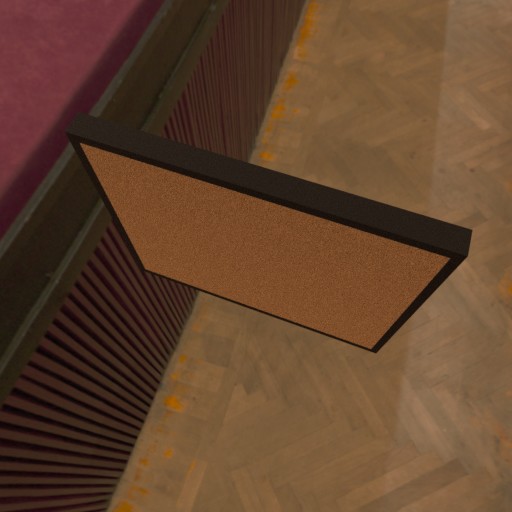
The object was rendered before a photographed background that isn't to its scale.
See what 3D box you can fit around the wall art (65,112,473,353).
[{"bbox_3d":[0.000,0.000,0.561,0.397,0.325,0.028,18,65,9],"label":"wall art"}]
